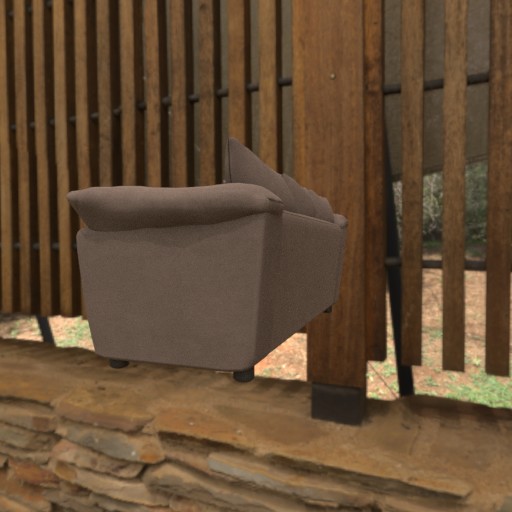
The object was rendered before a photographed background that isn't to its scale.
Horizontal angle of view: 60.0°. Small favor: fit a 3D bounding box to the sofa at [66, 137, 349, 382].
[{"bbox_3d":[0.000,0.000,2.801,0.893,0.981,2.377,1,2,19],"label":"sofa"}]
